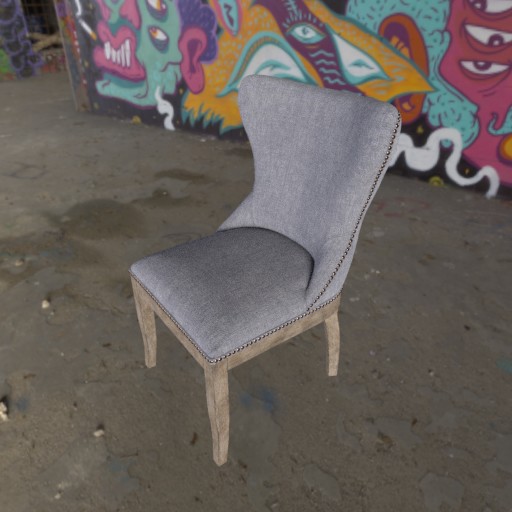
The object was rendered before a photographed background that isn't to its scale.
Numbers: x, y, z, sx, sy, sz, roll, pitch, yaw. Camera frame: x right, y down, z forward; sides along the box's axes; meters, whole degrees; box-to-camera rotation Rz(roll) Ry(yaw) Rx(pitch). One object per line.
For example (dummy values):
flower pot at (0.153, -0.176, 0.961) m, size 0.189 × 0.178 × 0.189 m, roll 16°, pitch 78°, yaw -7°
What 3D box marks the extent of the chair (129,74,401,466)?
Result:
chair at (0.000, 0.000, 1.445) m, size 0.681 × 1.002 × 0.654 m, roll -21°, pitch 37°, yaw -30°
